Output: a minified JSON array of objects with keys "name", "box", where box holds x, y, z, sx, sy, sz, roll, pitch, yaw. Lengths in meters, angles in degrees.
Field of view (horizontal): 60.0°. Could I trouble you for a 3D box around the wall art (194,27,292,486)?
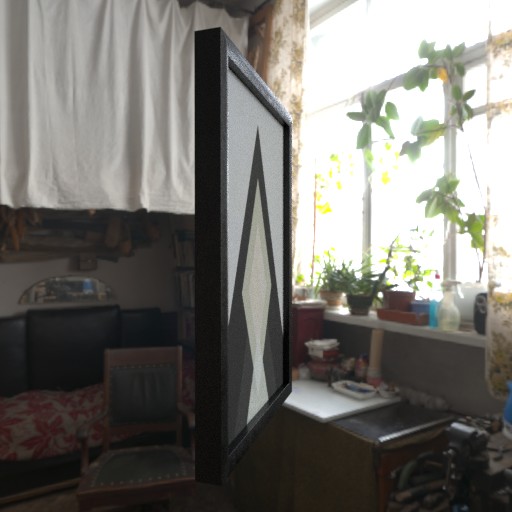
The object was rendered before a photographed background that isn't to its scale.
[{"name":"wall art","box":[0.000,0.000,0.594,0.031,0.457,0.313,0,1,18]}]
